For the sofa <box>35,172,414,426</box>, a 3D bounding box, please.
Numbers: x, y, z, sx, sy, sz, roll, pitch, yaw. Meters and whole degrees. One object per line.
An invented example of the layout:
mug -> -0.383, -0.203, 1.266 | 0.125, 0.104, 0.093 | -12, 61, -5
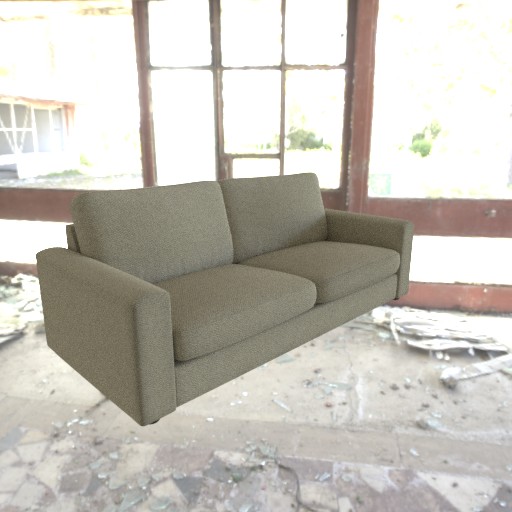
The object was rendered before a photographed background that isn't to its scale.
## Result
sofa -> 0.000, 0.000, 2.676 | 2.179, 0.873, 1.016 | -15, 21, -43
